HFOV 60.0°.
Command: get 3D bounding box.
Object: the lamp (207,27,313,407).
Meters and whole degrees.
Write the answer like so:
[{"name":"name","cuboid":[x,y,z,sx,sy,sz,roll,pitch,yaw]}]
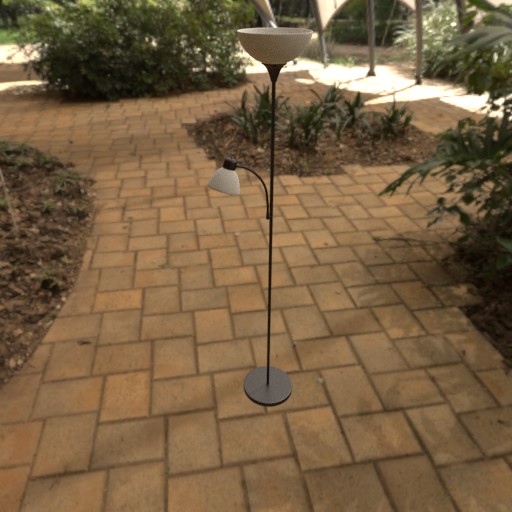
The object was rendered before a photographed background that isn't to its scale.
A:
[{"name":"lamp","cuboid":[0.000,0.000,1.994,0.442,1.804,0.279,-22,38,-32]}]
